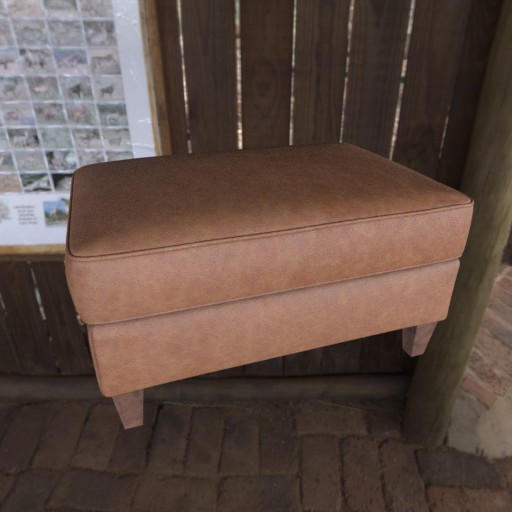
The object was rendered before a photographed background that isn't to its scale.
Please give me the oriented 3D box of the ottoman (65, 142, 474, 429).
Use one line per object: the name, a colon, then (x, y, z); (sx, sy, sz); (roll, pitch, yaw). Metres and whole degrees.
ottoman: (0.000, 0.000, 1.151); (0.864, 0.483, 0.584); (-9, 29, -17)
